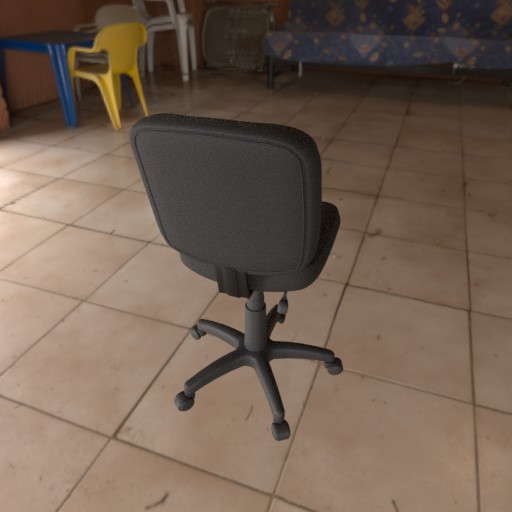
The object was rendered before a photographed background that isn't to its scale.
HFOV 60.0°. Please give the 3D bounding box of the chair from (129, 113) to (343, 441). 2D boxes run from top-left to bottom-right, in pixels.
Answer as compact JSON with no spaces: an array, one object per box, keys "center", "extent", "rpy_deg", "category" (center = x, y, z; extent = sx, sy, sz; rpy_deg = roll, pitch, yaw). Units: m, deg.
[{"center":[0.000,0.000,1.363],"extent":[0.610,0.972,0.610],"rpy_deg":[11,34,16],"category":"chair"}]
